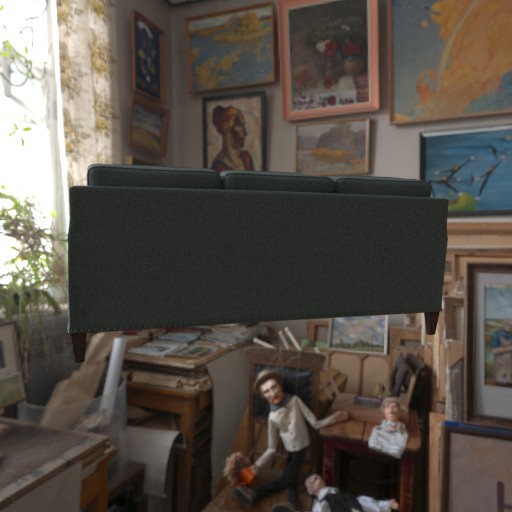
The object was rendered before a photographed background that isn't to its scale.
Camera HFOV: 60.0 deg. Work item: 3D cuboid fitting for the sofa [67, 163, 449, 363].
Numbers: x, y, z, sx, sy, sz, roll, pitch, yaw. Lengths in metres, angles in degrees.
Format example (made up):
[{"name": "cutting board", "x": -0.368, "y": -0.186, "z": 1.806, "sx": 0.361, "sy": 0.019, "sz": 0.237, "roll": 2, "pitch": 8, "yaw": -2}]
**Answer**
[{"name": "sofa", "x": 0.000, "y": 0.000, "z": 2.902, "sx": 2.246, "sy": 1.003, "sz": 1.084, "roll": -1, "pitch": 2, "yaw": -18}]
